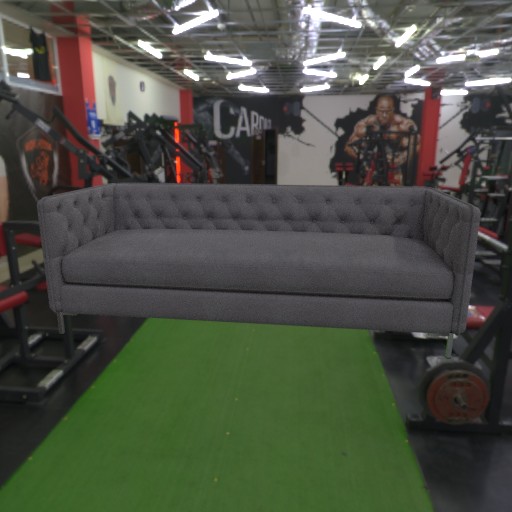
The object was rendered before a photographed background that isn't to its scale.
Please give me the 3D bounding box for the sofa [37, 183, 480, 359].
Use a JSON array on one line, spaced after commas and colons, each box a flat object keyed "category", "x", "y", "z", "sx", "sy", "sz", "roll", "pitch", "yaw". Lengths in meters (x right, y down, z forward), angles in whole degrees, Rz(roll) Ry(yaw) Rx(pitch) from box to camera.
[{"category": "sofa", "x": 0.000, "y": 0.000, "z": 2.632, "sx": 2.209, "sy": 0.771, "sz": 0.895, "roll": 2, "pitch": 15, "yaw": 8}]
